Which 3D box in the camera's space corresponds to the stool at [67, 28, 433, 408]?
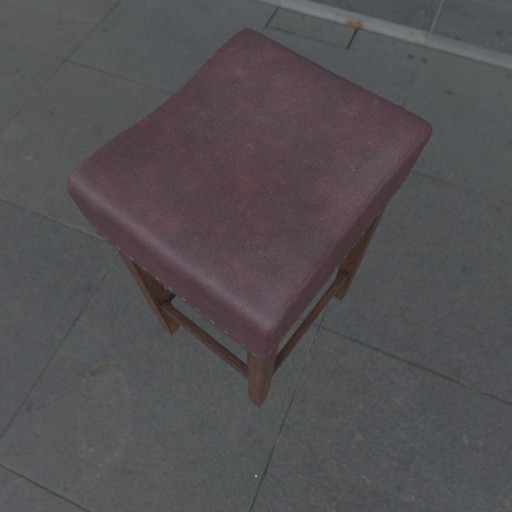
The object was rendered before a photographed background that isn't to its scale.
[{"bbox_3d":[0.000,0.000,1.032,0.401,0.769,0.465,35,69,16],"label":"stool"}]
